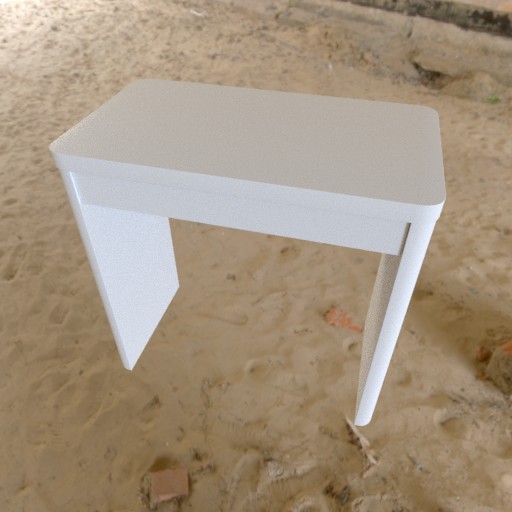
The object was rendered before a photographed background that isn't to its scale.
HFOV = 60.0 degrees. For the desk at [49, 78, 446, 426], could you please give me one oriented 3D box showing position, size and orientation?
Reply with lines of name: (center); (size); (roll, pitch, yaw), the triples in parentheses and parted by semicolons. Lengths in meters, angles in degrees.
desk: (0.000, 0.000, 1.237); (0.790, 0.760, 0.446); (10, 42, 11)
